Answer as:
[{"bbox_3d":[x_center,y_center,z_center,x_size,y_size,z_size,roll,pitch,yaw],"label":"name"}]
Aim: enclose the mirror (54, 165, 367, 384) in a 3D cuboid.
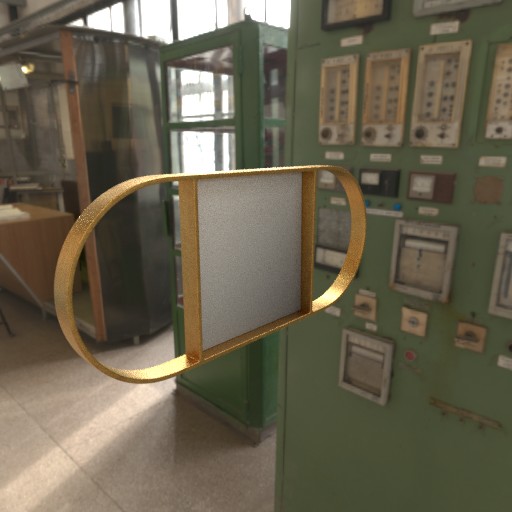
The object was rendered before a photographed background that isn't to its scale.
[{"bbox_3d":[0.000,0.000,0.663,0.032,0.254,0.584,14,20,42],"label":"mirror"}]
